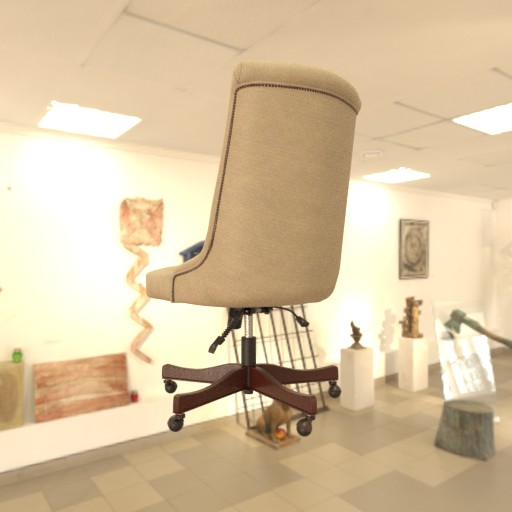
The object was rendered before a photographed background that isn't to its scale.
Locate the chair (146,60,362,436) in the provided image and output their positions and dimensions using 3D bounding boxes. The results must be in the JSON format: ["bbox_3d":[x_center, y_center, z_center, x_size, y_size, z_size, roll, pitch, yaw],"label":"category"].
[{"bbox_3d":[0.000,0.000,1.465,0.645,1.010,0.696,0,0,-37],"label":"chair"}]
